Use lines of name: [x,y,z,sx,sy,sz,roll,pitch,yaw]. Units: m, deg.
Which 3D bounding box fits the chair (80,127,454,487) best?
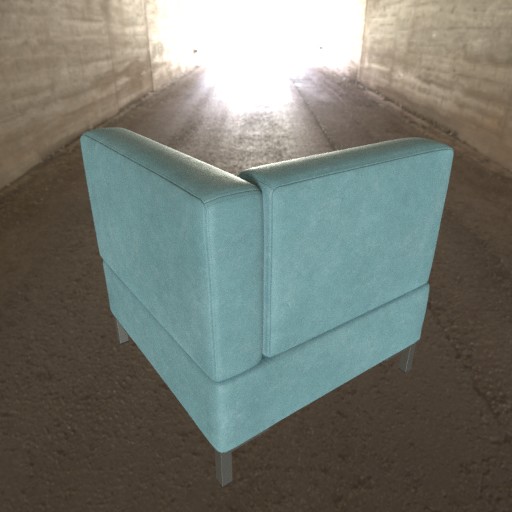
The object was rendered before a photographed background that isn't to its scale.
chair: [0.000,0.000,1.199,0.680,0.660,0.680,-18,32,-31]
